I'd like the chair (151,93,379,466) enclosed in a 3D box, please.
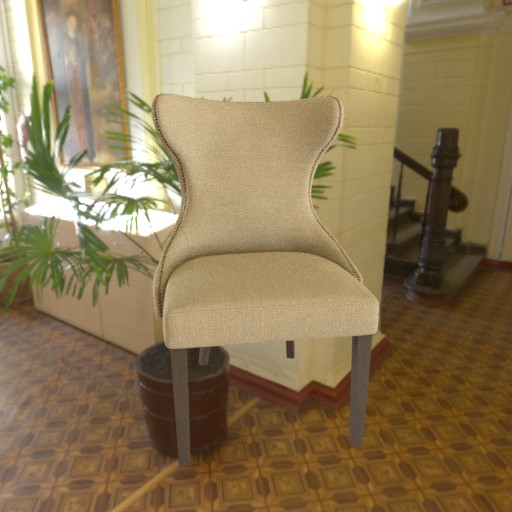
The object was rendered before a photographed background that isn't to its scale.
[{"bbox_3d":[0.000,0.000,1.370,0.628,0.967,0.635,-2,16,-9],"label":"chair"}]
